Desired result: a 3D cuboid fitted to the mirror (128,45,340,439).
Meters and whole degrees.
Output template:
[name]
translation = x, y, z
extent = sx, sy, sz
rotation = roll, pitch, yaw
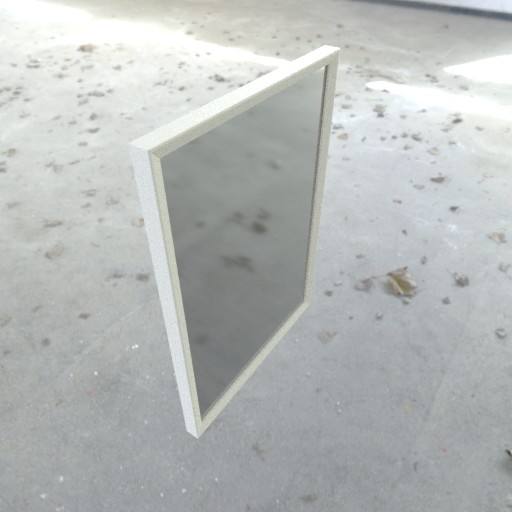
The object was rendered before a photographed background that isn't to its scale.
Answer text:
[mirror]
translation = 0.000, 0.000, 0.929
extent = 0.039, 0.710, 0.507
rotation = 25, 46, 26
